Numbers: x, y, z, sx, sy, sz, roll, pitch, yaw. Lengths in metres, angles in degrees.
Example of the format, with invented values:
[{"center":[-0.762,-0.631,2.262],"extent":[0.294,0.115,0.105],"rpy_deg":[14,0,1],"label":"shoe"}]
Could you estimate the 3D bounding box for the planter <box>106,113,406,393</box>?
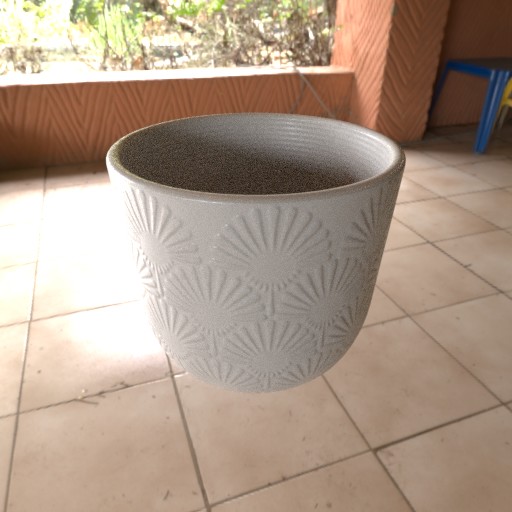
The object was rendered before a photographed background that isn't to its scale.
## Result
[{"center":[0.000,0.000,0.298],"extent":[0.170,0.152,0.170],"rpy_deg":[0,30,0],"label":"planter"}]
